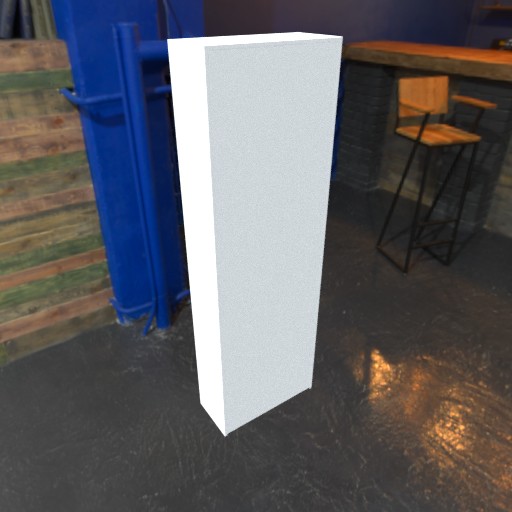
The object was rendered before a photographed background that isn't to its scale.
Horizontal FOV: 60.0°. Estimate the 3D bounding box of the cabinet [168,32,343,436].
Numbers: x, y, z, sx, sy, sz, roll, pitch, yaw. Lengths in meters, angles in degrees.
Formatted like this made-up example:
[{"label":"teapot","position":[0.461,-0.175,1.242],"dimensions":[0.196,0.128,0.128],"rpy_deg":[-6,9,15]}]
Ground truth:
[{"label":"cabinet","position":[0.000,0.000,1.840],"dimensions":[0.520,1.630,0.255],"rpy_deg":[-19,36,-29]}]
